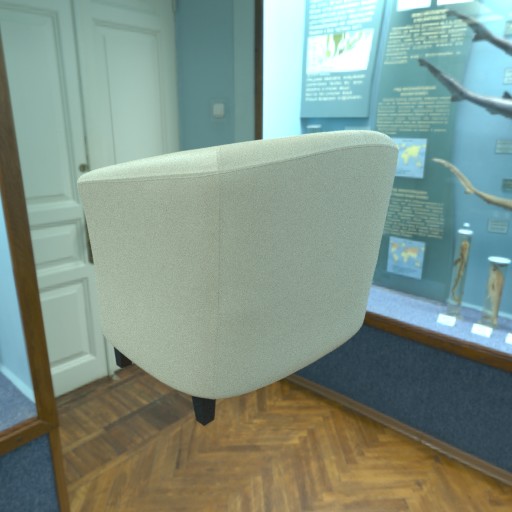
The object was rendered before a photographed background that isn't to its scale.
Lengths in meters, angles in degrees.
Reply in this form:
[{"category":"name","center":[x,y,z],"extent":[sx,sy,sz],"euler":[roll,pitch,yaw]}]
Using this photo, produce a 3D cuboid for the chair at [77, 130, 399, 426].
[{"category":"chair","center":[0.000,0.000,1.376],"extent":[0.727,0.756,0.792],"euler":[15,22,42]}]
